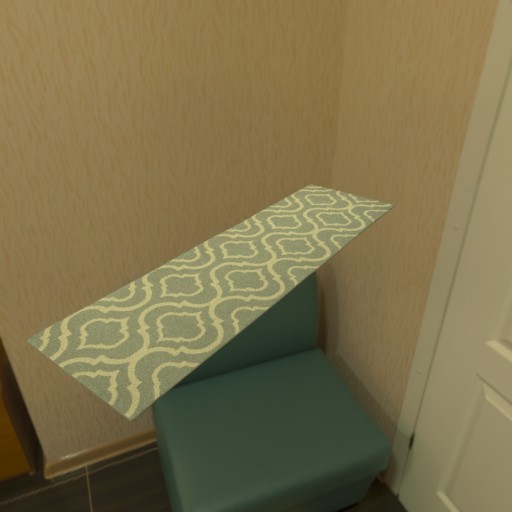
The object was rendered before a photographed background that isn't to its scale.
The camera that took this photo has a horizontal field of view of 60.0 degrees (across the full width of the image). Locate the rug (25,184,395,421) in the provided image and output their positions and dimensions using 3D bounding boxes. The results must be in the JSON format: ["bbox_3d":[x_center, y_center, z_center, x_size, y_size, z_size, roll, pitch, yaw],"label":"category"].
[{"bbox_3d":[0.000,0.000,2.443,0.684,0.009,2.275,21,36,32],"label":"rug"}]
